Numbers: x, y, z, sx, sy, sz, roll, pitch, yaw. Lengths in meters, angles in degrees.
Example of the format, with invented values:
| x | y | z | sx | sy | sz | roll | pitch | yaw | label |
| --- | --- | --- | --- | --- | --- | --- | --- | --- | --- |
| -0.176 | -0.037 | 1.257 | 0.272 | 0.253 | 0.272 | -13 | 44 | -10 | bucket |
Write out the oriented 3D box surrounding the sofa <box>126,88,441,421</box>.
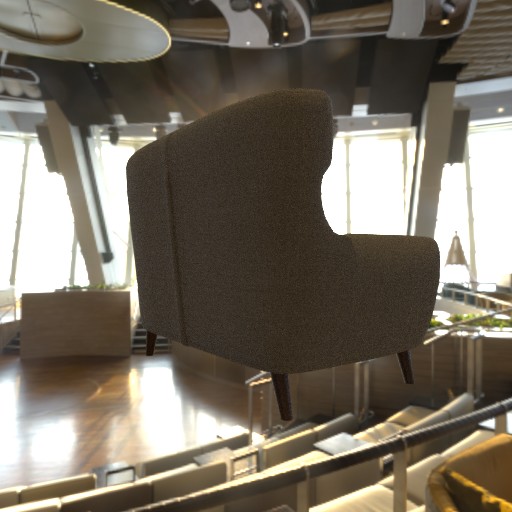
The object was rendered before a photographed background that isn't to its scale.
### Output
| x | y | z | sx | sy | sz | roll | pitch | yaw | label |
| --- | --- | --- | --- | --- | --- | --- | --- | --- | --- |
| 0.000 | 0.000 | 2.015 | 0.884 | 1.028 | 1.386 | 0 | 1 | -37 | sofa |
